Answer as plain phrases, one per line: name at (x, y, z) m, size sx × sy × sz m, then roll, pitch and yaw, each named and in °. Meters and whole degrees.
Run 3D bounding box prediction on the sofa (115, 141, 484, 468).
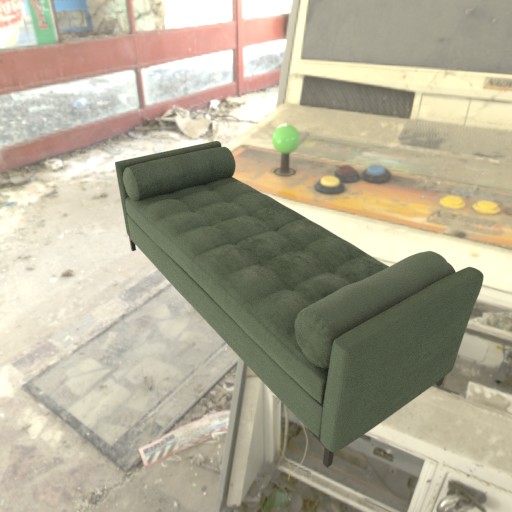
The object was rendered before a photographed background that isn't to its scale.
sofa at (0.000, 0.000, 2.476) m, size 0.817 × 0.681 × 2.130 m, roll -21°, pitch 38°, yaw -29°
